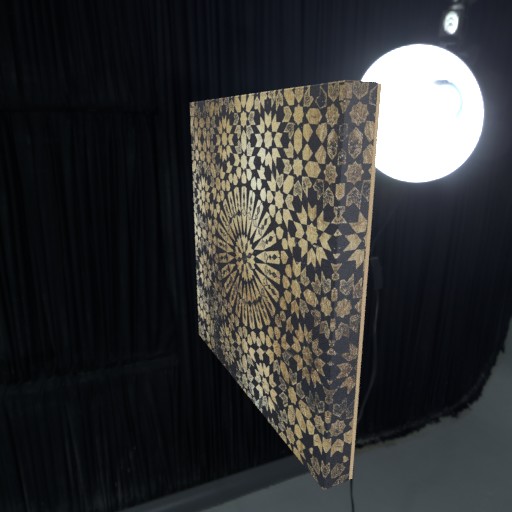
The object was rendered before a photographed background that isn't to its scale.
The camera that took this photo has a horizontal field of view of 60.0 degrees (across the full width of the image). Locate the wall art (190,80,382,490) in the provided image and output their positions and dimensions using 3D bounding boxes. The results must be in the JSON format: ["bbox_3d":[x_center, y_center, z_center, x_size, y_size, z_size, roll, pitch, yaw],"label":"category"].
[{"bbox_3d":[0.000,0.000,0.594,0.038,0.405,0.405,-8,18,-25],"label":"wall art"}]
